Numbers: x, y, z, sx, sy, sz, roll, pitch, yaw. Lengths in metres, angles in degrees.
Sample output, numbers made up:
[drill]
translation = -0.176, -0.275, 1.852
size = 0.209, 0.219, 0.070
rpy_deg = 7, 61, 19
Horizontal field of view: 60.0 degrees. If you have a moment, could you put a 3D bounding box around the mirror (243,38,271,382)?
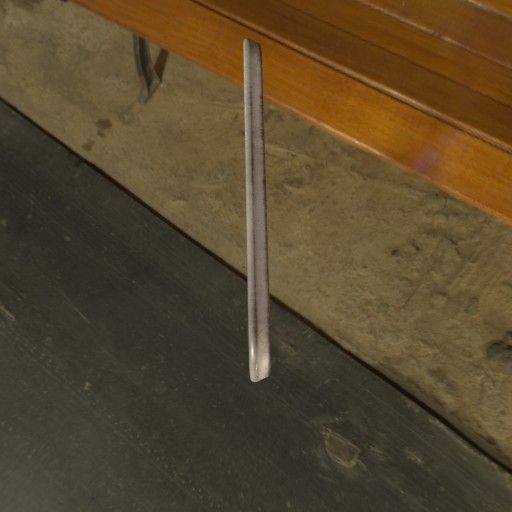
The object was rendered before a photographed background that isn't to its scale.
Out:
[mirror]
translation = 0.000, 0.000, 0.866
size = 0.024, 0.713, 0.461
rpy_deg = -1, 75, 0
